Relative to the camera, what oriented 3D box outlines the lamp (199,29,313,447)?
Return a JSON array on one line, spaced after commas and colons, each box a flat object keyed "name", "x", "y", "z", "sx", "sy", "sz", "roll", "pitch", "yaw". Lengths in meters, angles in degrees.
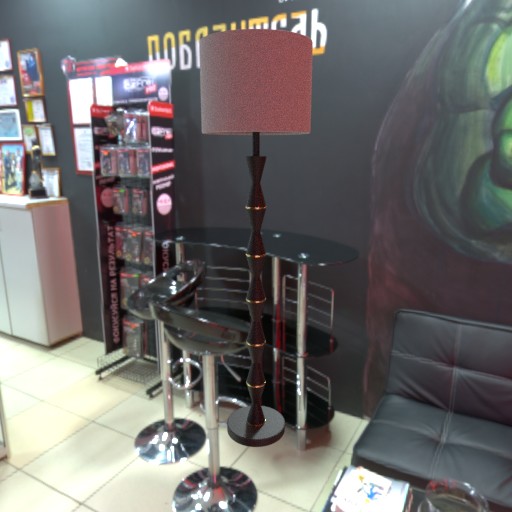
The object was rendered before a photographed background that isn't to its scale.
[{"name": "lamp", "x": 0.000, "y": 0.000, "z": 1.673, "sx": 0.381, "sy": 1.480, "sz": 0.381, "roll": -7, "pitch": 15, "yaw": -27}]
